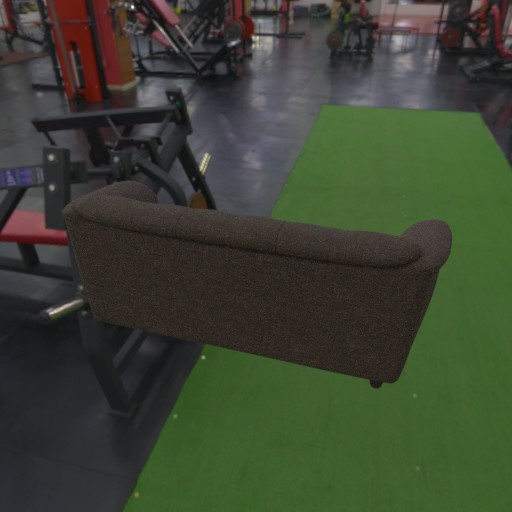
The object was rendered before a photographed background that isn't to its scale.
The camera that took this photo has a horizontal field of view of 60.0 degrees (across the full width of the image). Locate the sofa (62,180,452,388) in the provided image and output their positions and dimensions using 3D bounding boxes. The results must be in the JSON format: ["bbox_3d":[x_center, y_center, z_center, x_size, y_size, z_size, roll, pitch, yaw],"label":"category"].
[{"bbox_3d":[0.000,0.000,2.298,1.849,0.790,0.887,9,34,14],"label":"sofa"}]
